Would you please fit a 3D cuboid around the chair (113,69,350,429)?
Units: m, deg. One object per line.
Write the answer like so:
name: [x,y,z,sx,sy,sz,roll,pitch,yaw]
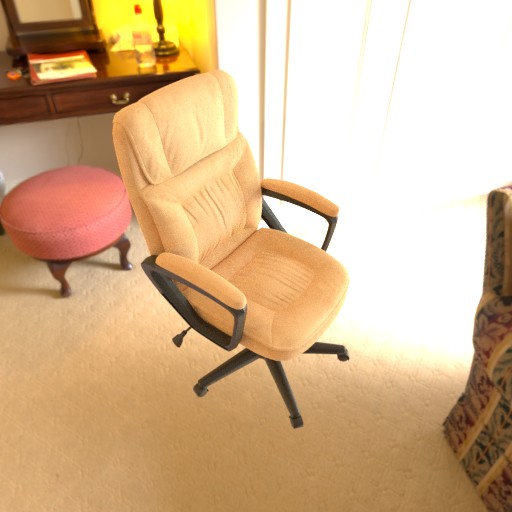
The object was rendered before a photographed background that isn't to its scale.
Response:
chair: [0.000,0.000,1.599,0.724,1.105,0.667,26,47,27]
